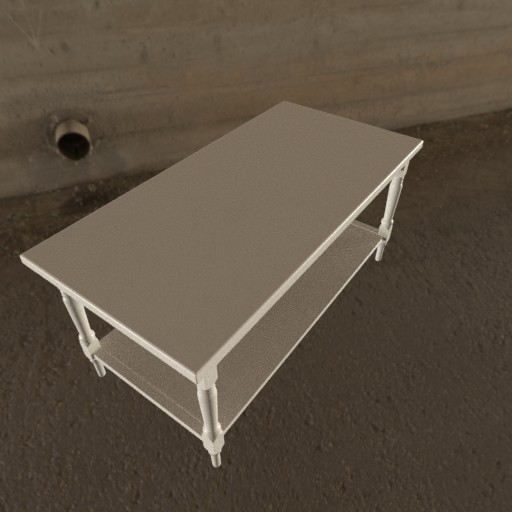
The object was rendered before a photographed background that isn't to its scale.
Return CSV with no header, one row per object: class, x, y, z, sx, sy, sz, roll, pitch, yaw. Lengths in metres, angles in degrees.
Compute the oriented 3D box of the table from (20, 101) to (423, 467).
table,0.000,0.000,1.406,0.550,0.510,1.107,26,48,26
